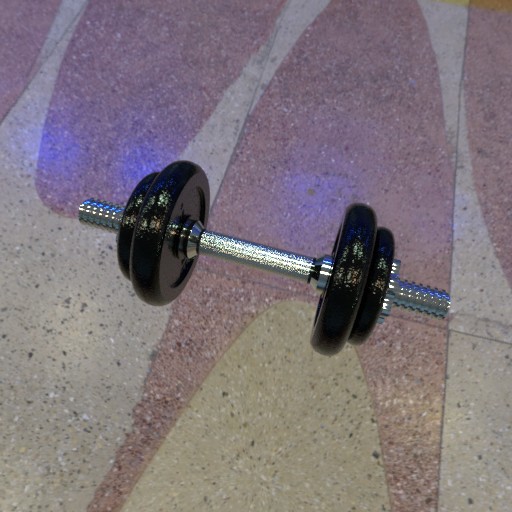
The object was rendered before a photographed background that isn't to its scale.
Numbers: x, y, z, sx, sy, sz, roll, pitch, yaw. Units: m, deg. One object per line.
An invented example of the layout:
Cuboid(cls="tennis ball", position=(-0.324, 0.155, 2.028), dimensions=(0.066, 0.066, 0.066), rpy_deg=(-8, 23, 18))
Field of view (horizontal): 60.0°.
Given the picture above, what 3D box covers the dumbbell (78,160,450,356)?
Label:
Cuboid(cls="dumbbell", position=(0.000, 0.000, 0.591), dimensions=(0.497, 0.202, 0.202), rpy_deg=(15, 64, 7))
